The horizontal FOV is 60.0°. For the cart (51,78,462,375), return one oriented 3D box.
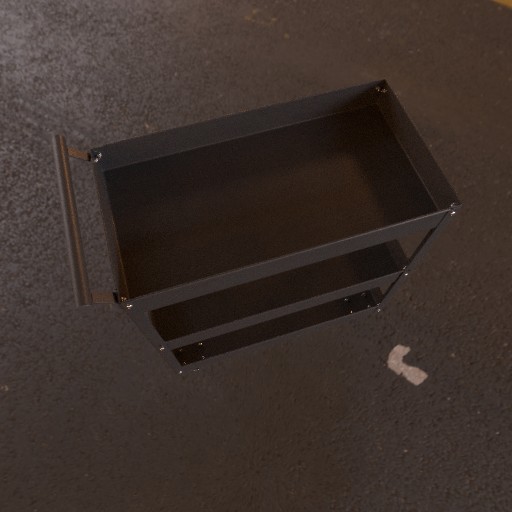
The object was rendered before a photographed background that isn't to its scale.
[{"bbox_3d":[0.000,0.000,1.171,0.719,0.780,0.366,-16,65,-8],"label":"cart"}]
